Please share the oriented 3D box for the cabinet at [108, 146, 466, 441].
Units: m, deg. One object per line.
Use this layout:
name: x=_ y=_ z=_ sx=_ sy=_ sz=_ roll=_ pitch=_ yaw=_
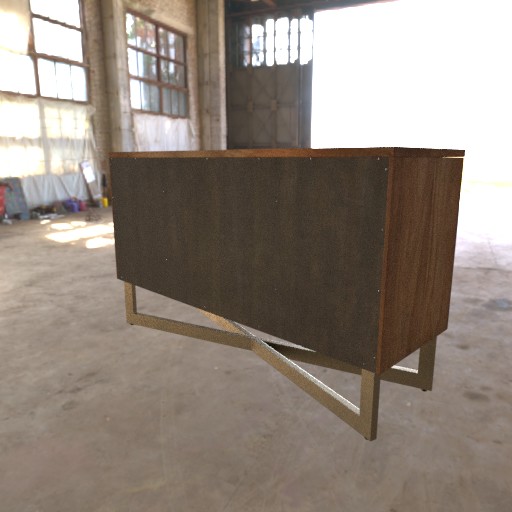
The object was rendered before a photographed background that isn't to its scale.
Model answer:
cabinet: x=0.000 y=0.000 z=1.761 sx=1.373 sy=0.812 sz=0.480 roll=12 pitch=17 yaw=43
